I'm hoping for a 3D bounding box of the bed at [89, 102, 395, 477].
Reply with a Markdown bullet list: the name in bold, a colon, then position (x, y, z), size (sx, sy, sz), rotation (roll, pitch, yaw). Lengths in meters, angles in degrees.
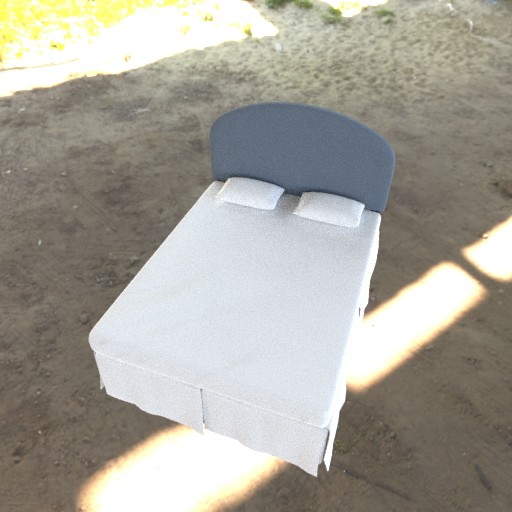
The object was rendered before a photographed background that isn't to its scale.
- **bed**: position (0.000, 0.000, 3.071), size (1.607, 1.410, 2.005), rotation (13, 43, 15)
